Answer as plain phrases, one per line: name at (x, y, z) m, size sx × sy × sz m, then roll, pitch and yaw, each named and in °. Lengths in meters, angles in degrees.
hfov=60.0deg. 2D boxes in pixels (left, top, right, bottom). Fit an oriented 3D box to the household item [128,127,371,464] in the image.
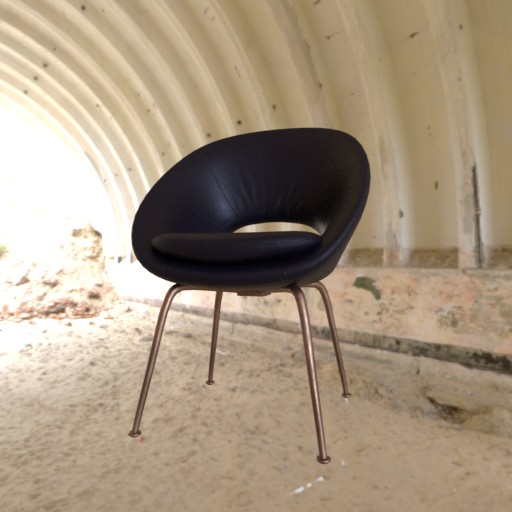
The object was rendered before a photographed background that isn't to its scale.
household item at (0.000, 0.000, 1.238) m, size 0.623 × 0.852 × 0.573 m, roll 0°, pitch 0°, yaw 17°
